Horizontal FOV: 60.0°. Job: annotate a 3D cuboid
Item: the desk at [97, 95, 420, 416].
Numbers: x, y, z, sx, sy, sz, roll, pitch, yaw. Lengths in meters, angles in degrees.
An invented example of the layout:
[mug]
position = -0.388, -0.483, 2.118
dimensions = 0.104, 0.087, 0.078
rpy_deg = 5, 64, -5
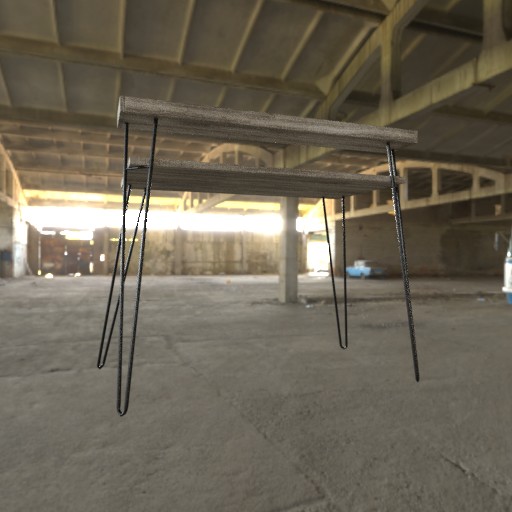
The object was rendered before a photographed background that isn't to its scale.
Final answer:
[desk]
position = 0.000, 0.000, 1.682
dimensions = 1.135, 0.899, 0.605
rpy_deg = 0, 0, -20
